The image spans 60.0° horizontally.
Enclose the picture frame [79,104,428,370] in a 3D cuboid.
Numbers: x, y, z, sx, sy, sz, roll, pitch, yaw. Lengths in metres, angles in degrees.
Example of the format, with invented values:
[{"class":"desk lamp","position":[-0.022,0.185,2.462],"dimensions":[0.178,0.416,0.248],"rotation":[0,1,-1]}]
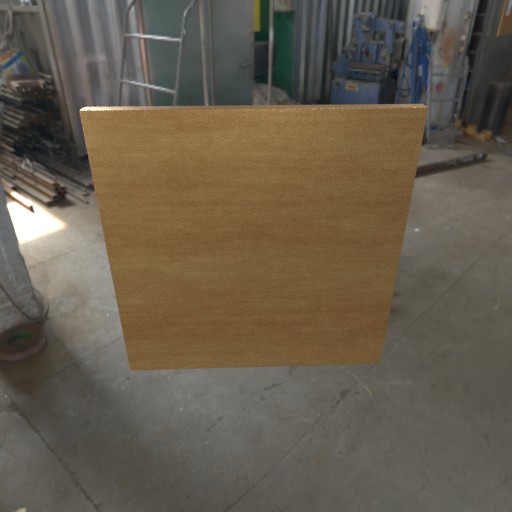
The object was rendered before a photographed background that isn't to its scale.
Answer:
[{"class":"picture frame","position":[0.000,0.000,1.169],"dimensions":[0.758,0.761,0.037],"rotation":[-1,30,-2]}]
